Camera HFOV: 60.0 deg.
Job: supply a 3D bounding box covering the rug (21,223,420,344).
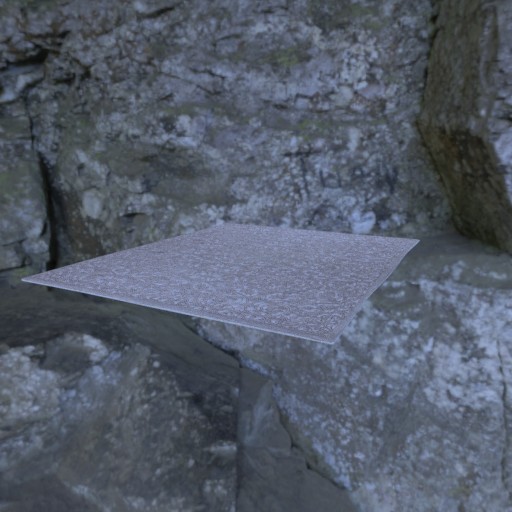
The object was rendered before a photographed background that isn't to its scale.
[{"bbox_3d":[0.000,0.000,4.108,2.472,0.035,3.017,7,15,27],"label":"rug"}]
